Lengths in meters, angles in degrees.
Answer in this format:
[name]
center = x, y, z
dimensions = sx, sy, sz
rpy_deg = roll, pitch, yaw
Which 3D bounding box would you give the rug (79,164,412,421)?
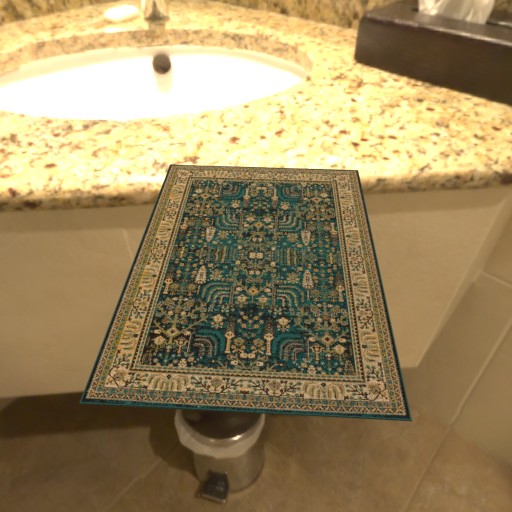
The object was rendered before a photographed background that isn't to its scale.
[rug]
center = 0.000, 0.000, 2.932
dimensions = 1.594, 0.013, 2.213
rpy_deg = 2, 43, 2
